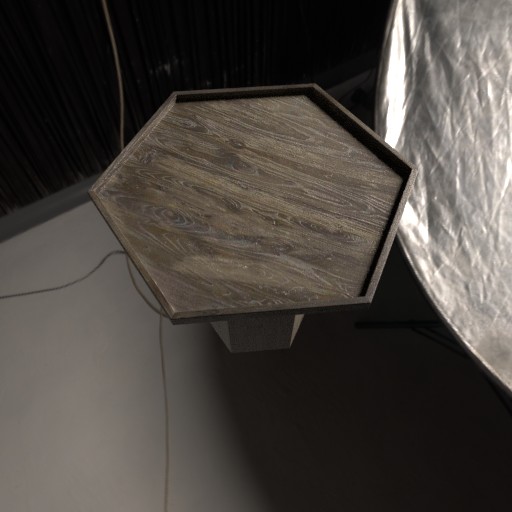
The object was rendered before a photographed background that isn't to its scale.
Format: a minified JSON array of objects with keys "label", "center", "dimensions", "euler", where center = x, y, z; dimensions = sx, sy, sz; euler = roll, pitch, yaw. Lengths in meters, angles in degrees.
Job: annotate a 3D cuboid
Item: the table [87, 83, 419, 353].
[{"label":"table","center":[0.000,0.000,1.158],"dimensions":[0.592,0.586,0.683],"euler":[-31,63,-18]}]
